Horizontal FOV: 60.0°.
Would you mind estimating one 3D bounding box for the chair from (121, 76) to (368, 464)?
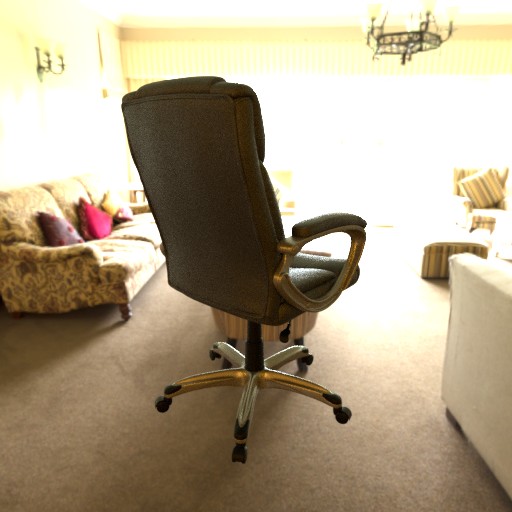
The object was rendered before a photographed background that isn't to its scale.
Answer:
[{"bbox_3d":[0.000,0.000,1.569,0.721,1.130,0.719,14,21,41],"label":"chair"}]
